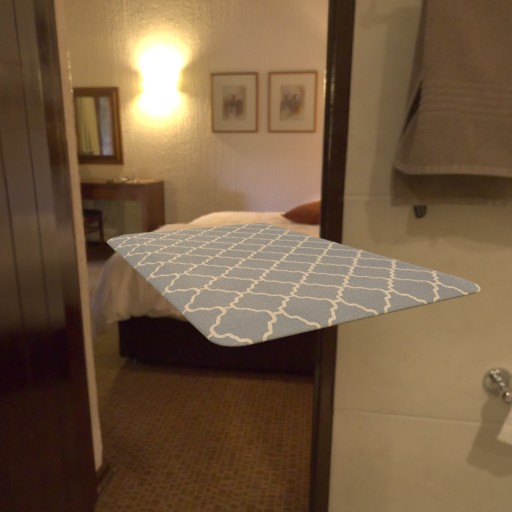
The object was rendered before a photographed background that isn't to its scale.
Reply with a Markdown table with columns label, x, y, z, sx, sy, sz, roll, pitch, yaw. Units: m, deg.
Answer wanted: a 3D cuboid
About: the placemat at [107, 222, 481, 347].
| label | x | y | z | sx | sy | sz | roll | pitch | yaw |
| --- | --- | --- | --- | --- | --- | --- | --- | --- | --- |
| placemat | 0.000 | 0.000 | 0.970 | 0.508 | 0.021 | 0.762 | -7 | 15 | -28 |
